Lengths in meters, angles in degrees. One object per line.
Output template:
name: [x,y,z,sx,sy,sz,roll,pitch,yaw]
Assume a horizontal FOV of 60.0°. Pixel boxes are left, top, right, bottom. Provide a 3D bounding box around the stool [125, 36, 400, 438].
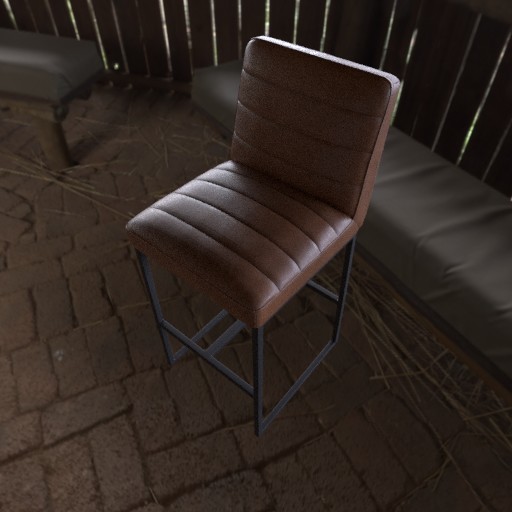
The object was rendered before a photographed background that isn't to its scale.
stool: [0.000,0.000,1.325,0.458,1.040,0.556,31,53,26]
